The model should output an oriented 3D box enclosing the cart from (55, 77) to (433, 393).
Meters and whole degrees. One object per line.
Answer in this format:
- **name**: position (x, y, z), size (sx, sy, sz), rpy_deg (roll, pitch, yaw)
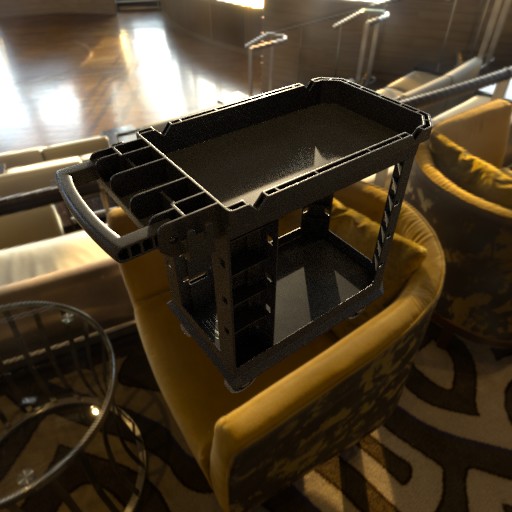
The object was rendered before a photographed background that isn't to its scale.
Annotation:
- **cart**: position (0.000, 0.000, 1.545), size (1.061, 0.884, 0.497), rpy_deg (-26, 48, -26)
